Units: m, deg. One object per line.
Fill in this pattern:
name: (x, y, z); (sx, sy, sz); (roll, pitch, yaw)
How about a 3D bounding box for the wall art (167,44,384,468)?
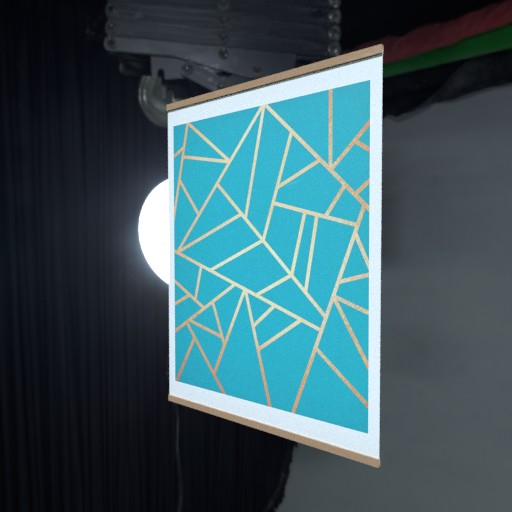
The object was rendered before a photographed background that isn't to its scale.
wall art: (0.000, 0.000, 1.298); (0.758, 1.016, 0.013); (1, 2, 38)
